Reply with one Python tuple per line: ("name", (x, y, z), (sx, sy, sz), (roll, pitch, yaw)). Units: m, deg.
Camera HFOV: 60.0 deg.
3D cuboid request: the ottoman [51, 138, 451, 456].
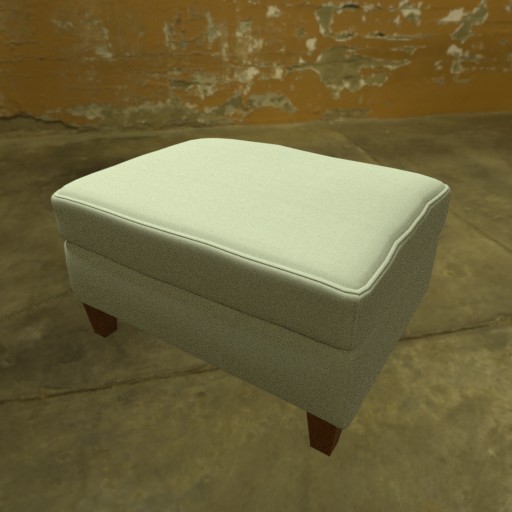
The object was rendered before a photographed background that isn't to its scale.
("ottoman", (0.000, 0.000, 1.193), (0.818, 0.496, 0.634), (18, 34, 29))
